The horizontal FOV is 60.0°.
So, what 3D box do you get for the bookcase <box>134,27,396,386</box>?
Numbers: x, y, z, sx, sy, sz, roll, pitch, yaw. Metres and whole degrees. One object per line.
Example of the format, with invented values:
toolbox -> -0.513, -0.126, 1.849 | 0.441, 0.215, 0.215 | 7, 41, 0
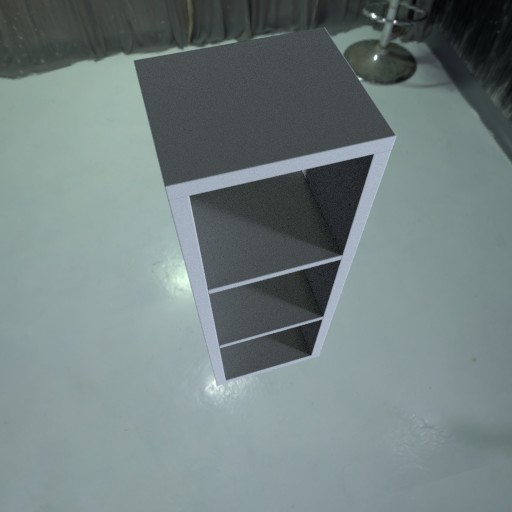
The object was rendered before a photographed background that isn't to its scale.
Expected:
bookcase -> 0.000, 0.000, 1.248 | 0.390, 1.080, 0.330 | -14, 59, -9
